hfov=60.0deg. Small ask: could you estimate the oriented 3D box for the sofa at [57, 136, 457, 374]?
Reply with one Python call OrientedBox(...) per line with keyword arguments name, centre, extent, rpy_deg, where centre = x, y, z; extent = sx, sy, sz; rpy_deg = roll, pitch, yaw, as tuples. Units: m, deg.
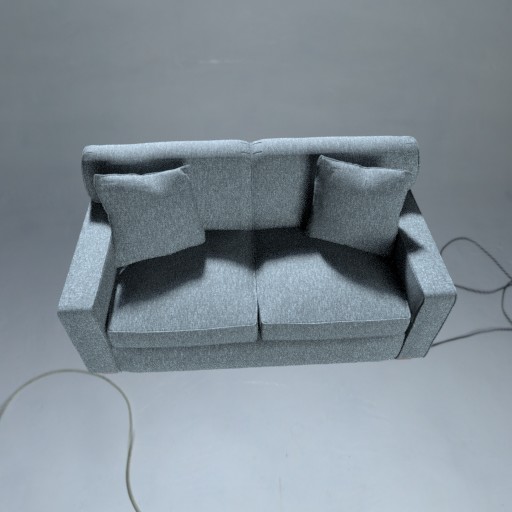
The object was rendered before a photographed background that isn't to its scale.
OrientedBox(name="sofa", centre=(0.000, 0.000, 2.435), extent=(1.846, 0.958, 0.998), rpy_deg=(-2, 47, -2))
